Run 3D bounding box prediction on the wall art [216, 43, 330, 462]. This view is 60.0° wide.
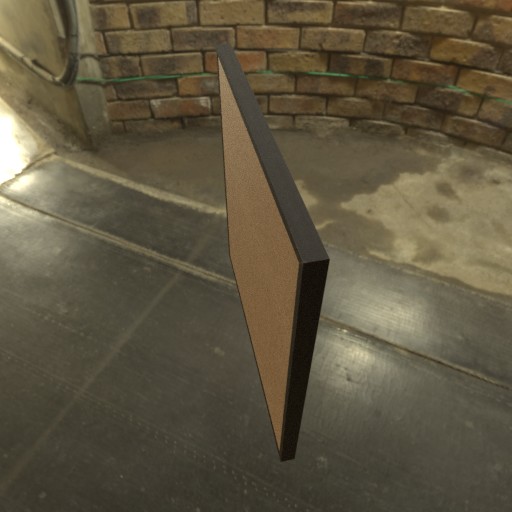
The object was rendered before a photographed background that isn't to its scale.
[{"bbox_3d":[0.000,0.000,1.133,0.038,0.762,0.762,-9,47,-9],"label":"wall art"}]
